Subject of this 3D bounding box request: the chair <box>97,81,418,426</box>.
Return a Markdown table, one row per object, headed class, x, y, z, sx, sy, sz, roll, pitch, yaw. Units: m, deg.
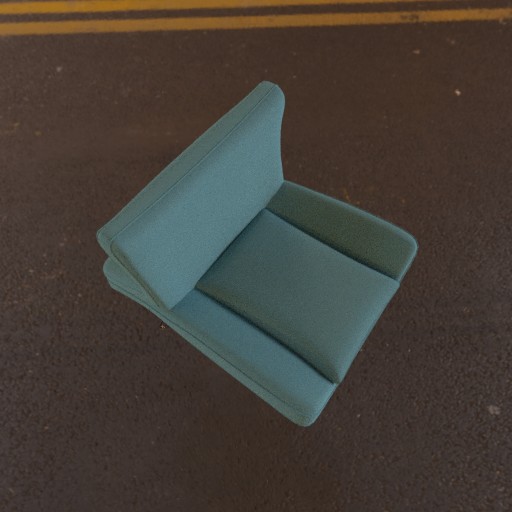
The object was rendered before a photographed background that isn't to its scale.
| class | x | y | z | sx | sy | sz | roll | pitch | yaw |
| --- | --- | --- | --- | --- | --- | --- | --- | --- | --- |
| chair | 0.000 | 0.000 | 1.690 | 1.008 | 0.855 | 0.859 | 31 | 63 | 18 |
